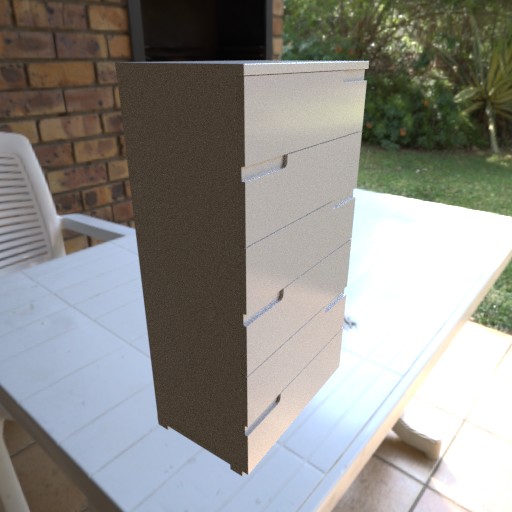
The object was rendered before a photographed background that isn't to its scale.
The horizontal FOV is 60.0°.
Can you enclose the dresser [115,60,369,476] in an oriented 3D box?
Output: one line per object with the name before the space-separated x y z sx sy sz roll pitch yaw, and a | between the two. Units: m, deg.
dresser | 0.000 0.000 1.482 0.400 1.190 0.650 16 29 32
